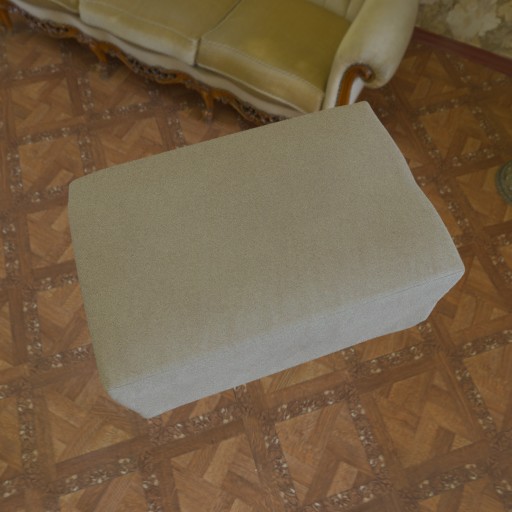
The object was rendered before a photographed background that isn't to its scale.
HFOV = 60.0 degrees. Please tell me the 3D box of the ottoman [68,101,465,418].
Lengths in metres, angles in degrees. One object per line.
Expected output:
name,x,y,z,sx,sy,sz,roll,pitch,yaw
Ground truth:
ottoman,0.000,0.000,1.213,0.872,0.444,0.590,-17,65,-8
